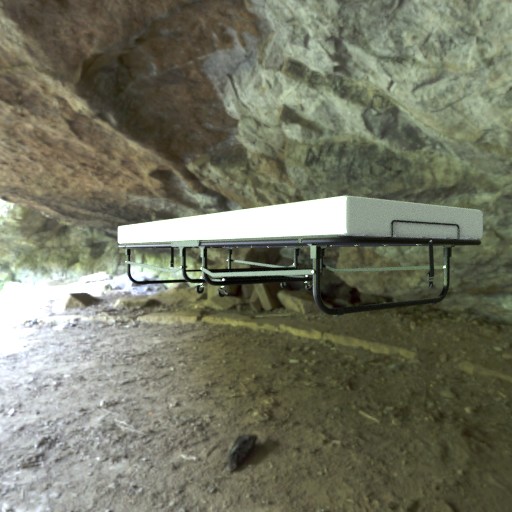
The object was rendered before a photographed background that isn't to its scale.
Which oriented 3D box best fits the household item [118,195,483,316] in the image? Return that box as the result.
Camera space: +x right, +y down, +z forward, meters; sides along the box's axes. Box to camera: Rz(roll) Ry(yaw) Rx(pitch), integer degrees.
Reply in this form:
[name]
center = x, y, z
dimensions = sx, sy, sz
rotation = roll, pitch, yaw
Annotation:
[household item]
center = 0.000, 0.000, 2.179
dimensions = 0.787, 0.356, 1.905
rotation = 0, 1, -36
